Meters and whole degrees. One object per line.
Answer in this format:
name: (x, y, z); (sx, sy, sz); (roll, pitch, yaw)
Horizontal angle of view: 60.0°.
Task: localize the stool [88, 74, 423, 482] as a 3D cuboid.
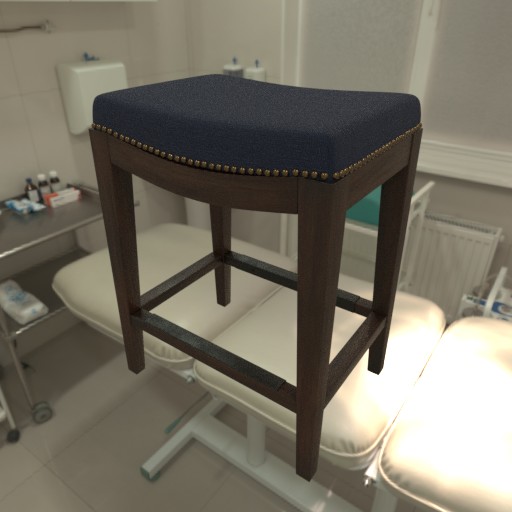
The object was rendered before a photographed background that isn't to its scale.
stool: (0.000, 0.000, 0.915); (0.500, 0.642, 0.361); (19, 35, 30)
